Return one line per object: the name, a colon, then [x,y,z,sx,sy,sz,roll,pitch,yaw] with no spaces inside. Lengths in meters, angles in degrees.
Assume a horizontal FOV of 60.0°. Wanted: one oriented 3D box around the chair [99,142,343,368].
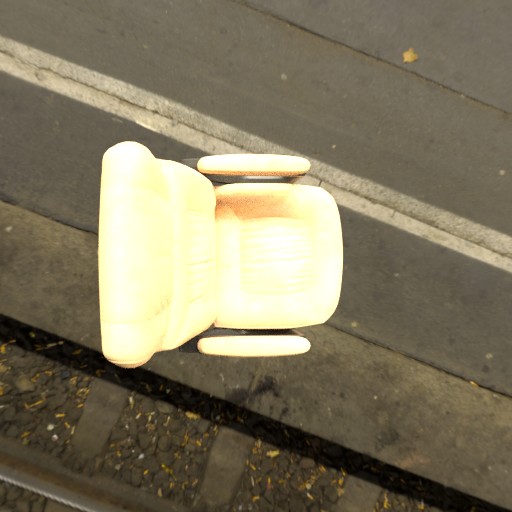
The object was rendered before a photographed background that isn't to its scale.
chair: [0.000,0.000,1.502,0.724,1.105,0.667,0,90,-1]
